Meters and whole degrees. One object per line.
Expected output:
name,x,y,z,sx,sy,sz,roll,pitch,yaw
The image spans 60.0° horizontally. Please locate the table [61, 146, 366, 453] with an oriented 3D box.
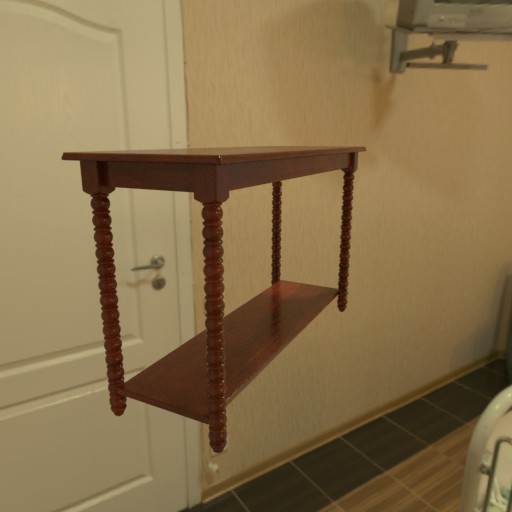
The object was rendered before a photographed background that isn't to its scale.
table,0.000,0.000,1.571,0.459,0.740,1.184,8,17,26
